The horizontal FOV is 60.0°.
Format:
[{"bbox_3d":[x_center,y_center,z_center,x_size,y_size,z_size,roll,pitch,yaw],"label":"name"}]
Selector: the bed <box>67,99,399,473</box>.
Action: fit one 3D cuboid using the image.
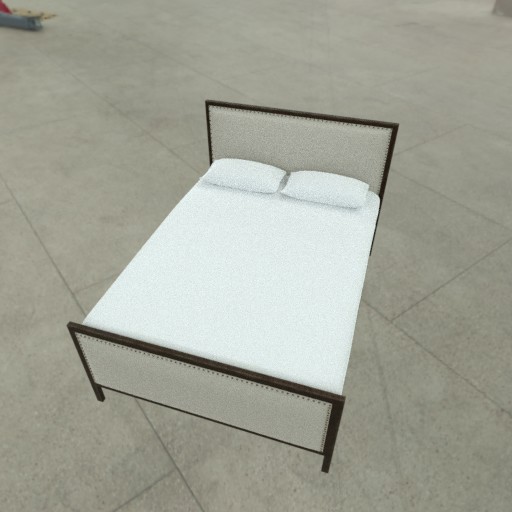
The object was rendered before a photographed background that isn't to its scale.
[{"bbox_3d":[0.000,0.000,3.222,1.607,1.313,2.221,12,42,14],"label":"bed"}]
